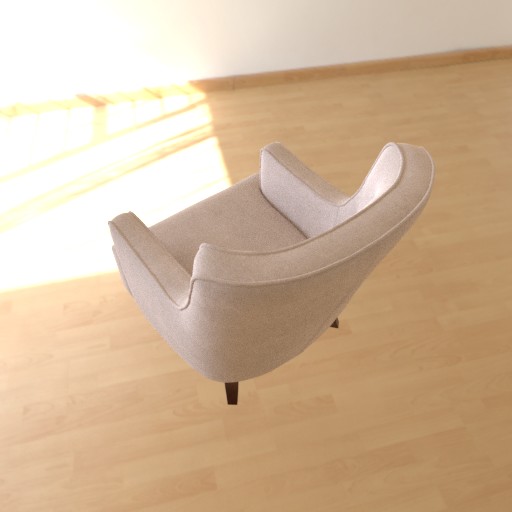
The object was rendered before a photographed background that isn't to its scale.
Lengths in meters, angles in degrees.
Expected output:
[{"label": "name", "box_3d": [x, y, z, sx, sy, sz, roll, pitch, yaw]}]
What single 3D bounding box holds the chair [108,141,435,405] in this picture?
[{"label": "chair", "box_3d": [0.000, 0.000, 1.569, 0.781, 0.920, 0.910, -31, 55, -25]}]
